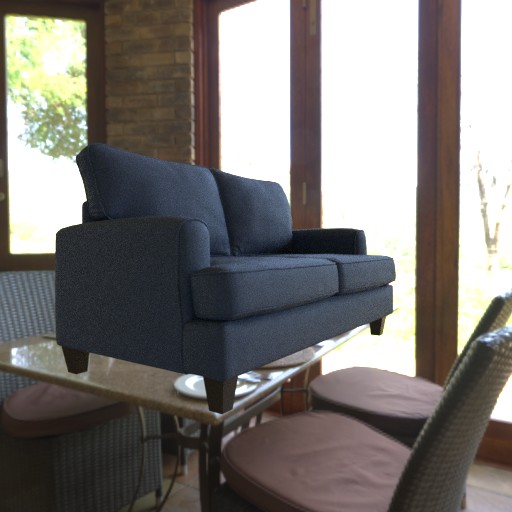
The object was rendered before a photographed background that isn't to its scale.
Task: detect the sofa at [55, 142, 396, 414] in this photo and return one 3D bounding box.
[{"bbox_3d":[0.000,0.000,2.249,0.965,0.965,1.651,1,2,35],"label":"sofa"}]
